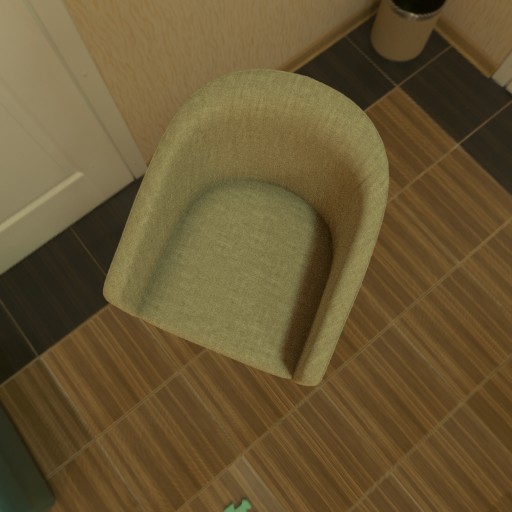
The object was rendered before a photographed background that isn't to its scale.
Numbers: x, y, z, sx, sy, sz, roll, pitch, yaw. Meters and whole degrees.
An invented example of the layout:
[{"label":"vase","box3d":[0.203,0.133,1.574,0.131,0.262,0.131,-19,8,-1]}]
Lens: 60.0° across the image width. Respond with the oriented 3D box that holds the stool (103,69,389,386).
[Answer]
[{"label":"stool","box3d":[0.000,0.000,1.384,0.559,0.952,0.635,21,76,6]}]
